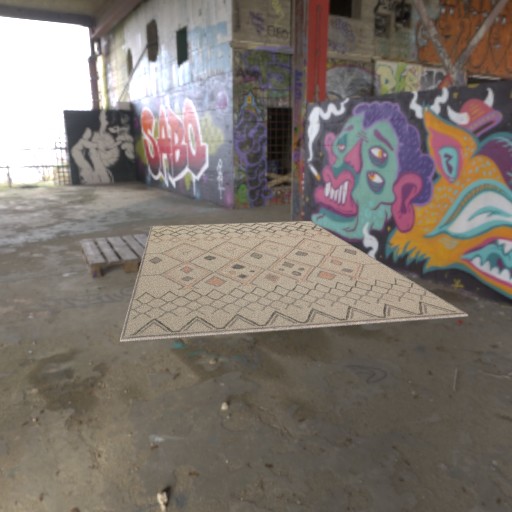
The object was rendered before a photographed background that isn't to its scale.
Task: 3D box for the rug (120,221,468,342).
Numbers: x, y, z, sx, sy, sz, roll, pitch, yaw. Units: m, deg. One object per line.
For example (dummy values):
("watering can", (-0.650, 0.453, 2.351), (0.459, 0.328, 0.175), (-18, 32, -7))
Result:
("rug", (0.000, 0.000, 3.036), (1.524, 0.015, 2.438), (-3, 15, -10))
